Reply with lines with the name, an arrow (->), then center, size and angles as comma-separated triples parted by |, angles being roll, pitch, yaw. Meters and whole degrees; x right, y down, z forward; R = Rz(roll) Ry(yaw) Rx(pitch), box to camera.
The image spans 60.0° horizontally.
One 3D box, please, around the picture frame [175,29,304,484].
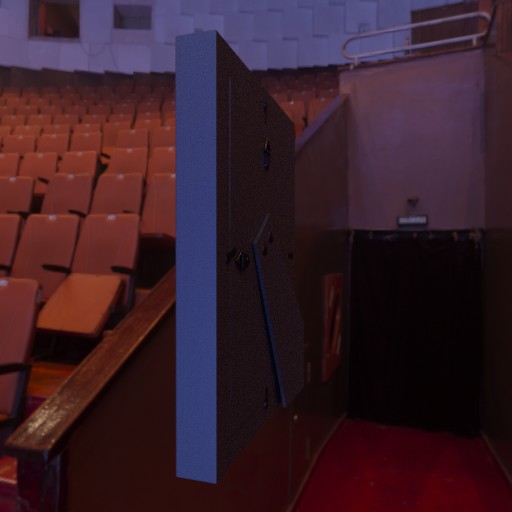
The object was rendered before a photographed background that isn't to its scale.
picture frame -> 0.000, 0.000, 0.279 | 0.028, 0.208, 0.157 | 0, 0, 18
